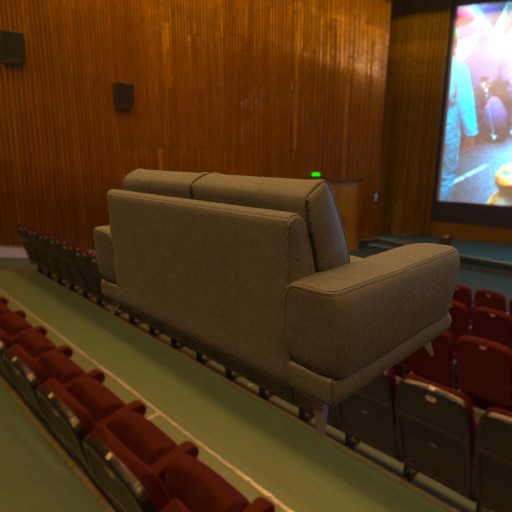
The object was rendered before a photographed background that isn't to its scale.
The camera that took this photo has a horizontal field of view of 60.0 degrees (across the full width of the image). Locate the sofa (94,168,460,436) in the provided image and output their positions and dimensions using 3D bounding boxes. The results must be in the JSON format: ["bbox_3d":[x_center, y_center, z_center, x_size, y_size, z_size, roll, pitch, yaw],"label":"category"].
[{"bbox_3d":[0.000,0.000,2.387,1.018,0.907,1.806,-13,19,-43],"label":"sofa"}]
